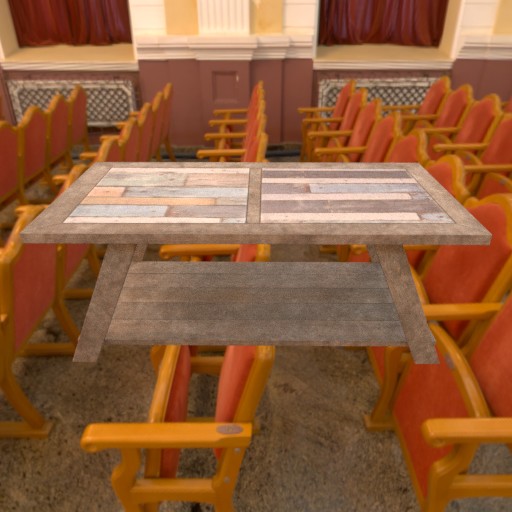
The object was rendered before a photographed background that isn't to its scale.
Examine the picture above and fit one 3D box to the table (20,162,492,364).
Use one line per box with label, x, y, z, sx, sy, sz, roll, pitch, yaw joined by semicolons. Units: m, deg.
table;0.000;0.000;1.522;1.219;0.470;0.610;0;29;0
